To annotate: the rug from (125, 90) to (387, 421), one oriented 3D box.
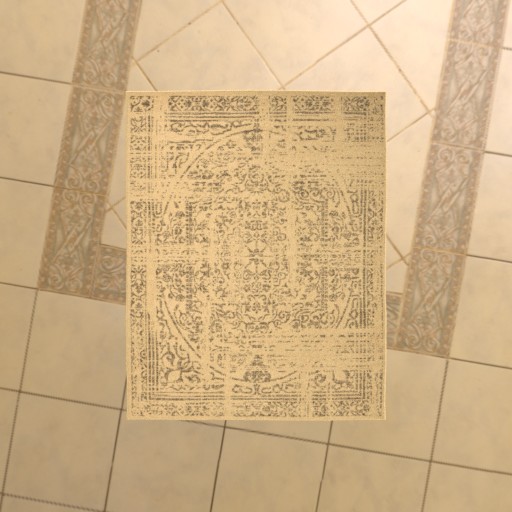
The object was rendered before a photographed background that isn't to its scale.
[{"bbox_3d":[0.000,0.000,3.910,2.311,0.032,2.921,0,91,0],"label":"rug"}]
